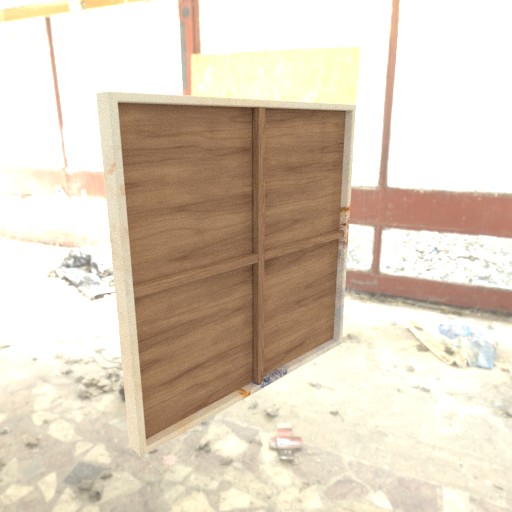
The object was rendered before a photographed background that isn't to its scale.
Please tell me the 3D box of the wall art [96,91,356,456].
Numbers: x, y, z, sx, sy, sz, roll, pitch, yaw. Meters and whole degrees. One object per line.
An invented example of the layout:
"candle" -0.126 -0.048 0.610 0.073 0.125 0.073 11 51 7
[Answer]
"wall art" 0.000 0.000 1.594 1.061 1.061 0.071 -16 23 -42
